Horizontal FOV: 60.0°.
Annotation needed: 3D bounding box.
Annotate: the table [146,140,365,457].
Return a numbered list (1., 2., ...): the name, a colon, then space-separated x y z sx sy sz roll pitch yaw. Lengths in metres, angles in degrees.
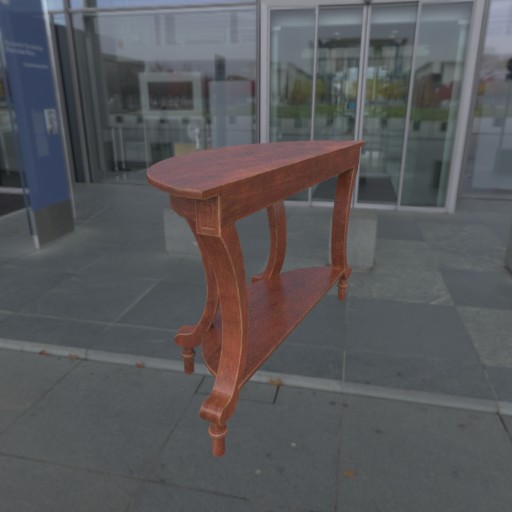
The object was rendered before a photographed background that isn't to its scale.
1. table: 0.000 0.000 1.534 0.394 0.699 1.198 10 22 26
